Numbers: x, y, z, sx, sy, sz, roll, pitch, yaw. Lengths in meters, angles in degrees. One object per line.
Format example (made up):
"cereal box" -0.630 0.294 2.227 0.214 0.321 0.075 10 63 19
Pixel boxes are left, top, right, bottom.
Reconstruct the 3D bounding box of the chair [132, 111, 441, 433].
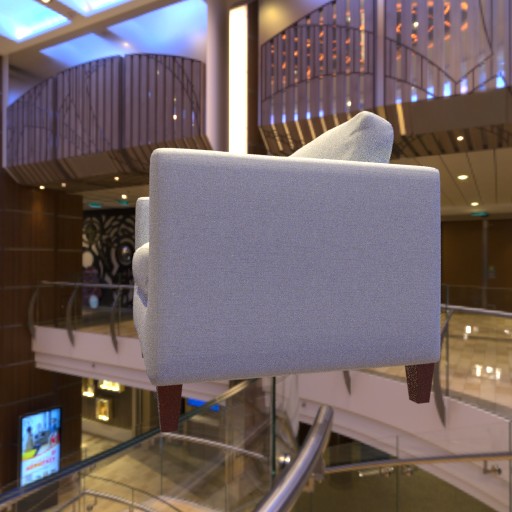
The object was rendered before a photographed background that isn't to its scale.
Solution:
"chair" 0.000 0.000 1.802 0.953 0.961 1.107 0 0 -17
